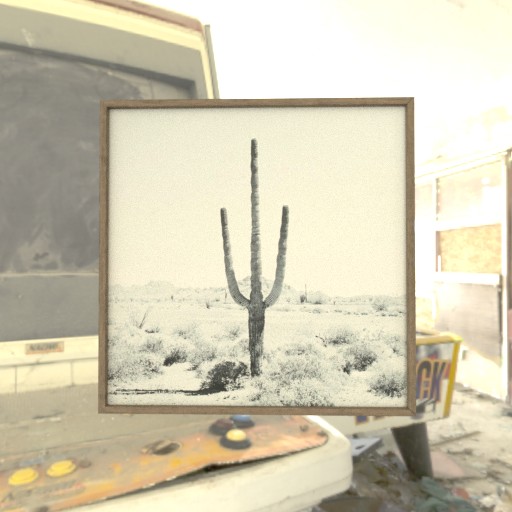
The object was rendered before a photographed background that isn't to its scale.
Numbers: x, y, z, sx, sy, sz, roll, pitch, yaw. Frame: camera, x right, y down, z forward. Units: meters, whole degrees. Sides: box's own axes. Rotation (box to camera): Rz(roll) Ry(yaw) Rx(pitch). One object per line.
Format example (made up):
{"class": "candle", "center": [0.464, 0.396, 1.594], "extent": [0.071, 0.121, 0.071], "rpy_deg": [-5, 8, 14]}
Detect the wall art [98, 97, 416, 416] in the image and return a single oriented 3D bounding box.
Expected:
{"class": "wall art", "center": [0.000, 0.000, 0.730], "extent": [0.508, 0.508, 0.038], "rpy_deg": [0, -1, 1]}
